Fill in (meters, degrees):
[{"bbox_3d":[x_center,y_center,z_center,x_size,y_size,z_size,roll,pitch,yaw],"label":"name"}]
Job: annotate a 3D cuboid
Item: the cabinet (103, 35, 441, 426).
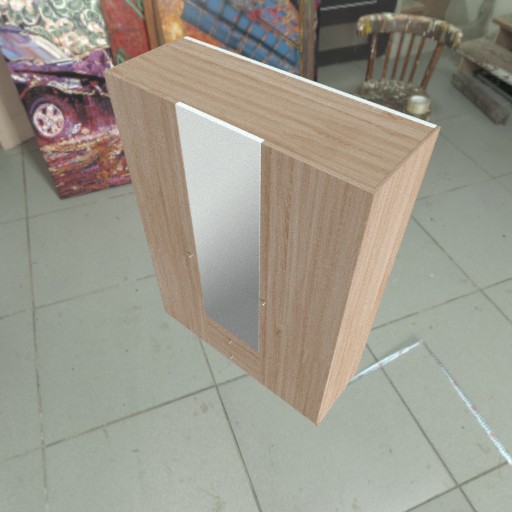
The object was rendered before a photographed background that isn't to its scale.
[{"bbox_3d":[0.000,0.000,2.785,1.500,2.120,0.590,31,55,25],"label":"cabinet"}]
